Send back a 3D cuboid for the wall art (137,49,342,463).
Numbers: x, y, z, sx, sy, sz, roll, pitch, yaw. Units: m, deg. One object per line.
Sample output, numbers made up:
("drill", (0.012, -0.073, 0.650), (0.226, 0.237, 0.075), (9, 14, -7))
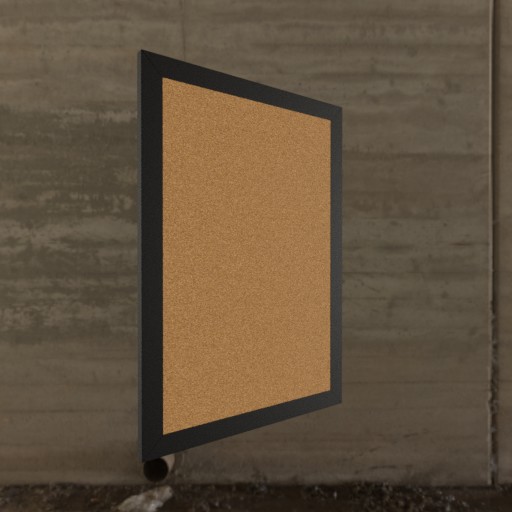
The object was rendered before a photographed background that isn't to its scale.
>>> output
("wall art", (0.000, 0.000, 0.594), (0.326, 0.459, 0.011), (0, 1, -37))
